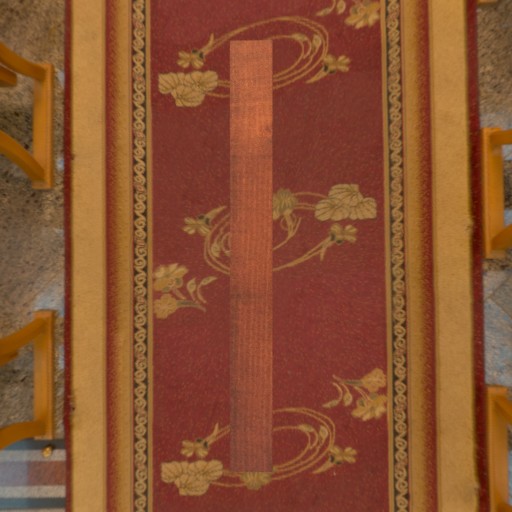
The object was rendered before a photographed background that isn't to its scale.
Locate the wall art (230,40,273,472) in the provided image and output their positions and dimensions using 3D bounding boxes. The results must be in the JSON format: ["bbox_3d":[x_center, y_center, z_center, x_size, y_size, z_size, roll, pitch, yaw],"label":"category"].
[{"bbox_3d":[0.000,0.000,0.590,0.038,0.385,0.386,0,90,1],"label":"wall art"}]
